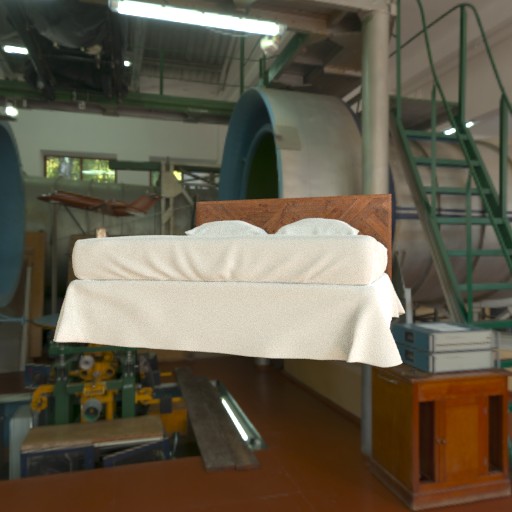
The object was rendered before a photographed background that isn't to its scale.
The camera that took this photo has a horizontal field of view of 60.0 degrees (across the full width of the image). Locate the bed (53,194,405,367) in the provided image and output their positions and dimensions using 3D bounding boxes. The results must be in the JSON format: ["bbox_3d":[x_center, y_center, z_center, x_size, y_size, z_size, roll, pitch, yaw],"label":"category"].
[{"bbox_3d":[0.000,0.000,3.515,2.255,1.158,2.165,0,0,18],"label":"bed"}]
